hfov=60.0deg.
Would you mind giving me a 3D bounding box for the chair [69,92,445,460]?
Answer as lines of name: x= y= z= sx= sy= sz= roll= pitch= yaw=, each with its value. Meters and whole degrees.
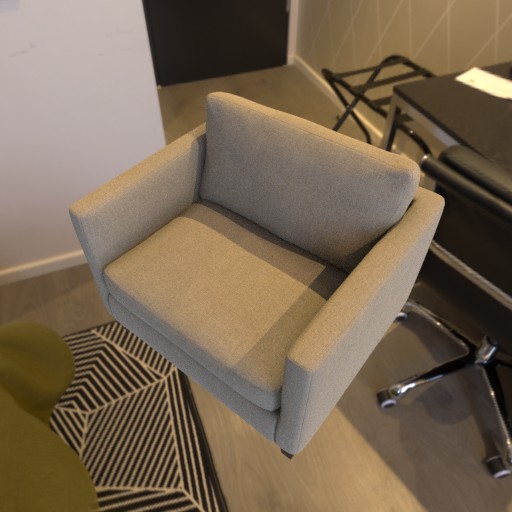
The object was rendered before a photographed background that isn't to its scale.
chair: x=0.000 y=0.000 z=1.822 sx=1.107 sy=0.963 sz=0.959 roll=30 pitch=54 yaw=25
